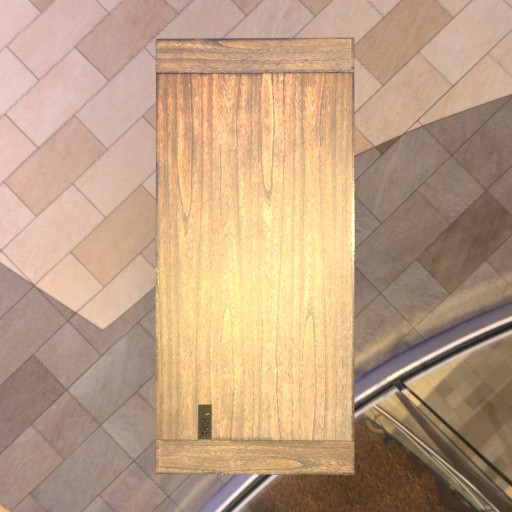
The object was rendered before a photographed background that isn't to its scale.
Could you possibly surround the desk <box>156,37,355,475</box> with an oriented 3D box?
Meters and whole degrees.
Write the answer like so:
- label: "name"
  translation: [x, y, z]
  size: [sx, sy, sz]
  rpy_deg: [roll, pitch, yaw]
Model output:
- label: "desk"
  translation: [0.000, 0.000, 1.957]
  size: [0.711, 0.751, 1.590]
  rpy_deg: [0, 90, 1]
